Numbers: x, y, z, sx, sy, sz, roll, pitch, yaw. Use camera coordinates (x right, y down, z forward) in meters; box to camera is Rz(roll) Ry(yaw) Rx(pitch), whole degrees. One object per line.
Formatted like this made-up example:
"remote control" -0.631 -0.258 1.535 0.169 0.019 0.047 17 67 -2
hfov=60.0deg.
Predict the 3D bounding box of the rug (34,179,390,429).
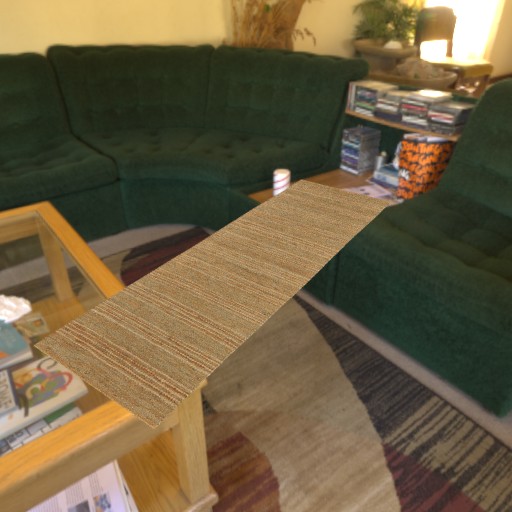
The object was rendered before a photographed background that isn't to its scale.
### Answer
"rug" 0.000 0.000 2.685 0.783 0.006 2.438 20 37 29
